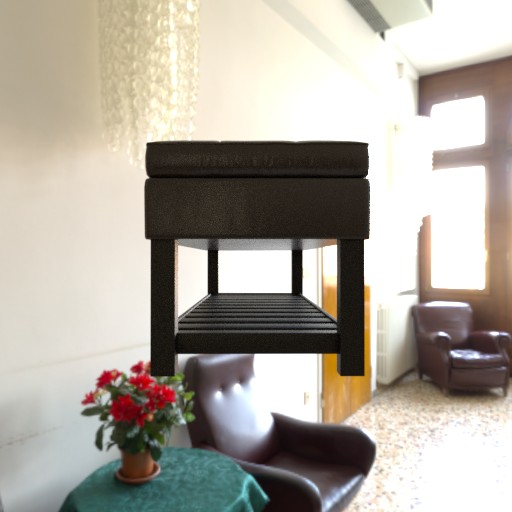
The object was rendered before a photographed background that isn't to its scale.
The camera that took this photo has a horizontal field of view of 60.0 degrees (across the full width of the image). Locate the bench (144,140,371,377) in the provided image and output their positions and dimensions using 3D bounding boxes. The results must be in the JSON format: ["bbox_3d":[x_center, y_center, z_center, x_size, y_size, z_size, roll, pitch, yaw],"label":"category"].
[{"bbox_3d":[0.000,0.000,1.370,0.432,0.460,1.105,0,0,0],"label":"bench"}]
